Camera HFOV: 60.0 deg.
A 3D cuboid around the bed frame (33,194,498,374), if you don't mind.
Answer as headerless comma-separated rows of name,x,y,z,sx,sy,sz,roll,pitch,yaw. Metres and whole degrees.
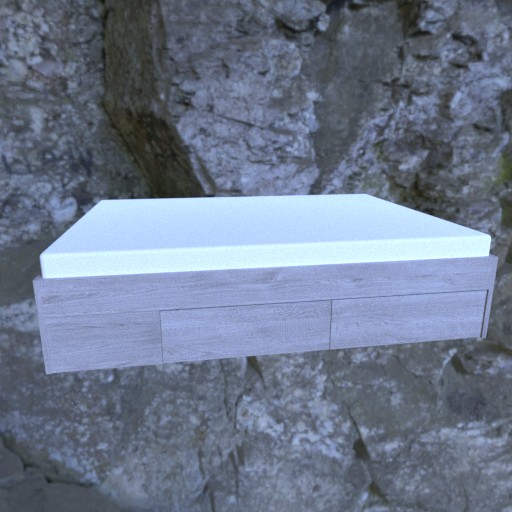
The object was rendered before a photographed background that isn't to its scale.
bed frame,0.000,0.000,2.545,1.944,0.490,1.448,-3,16,-9
